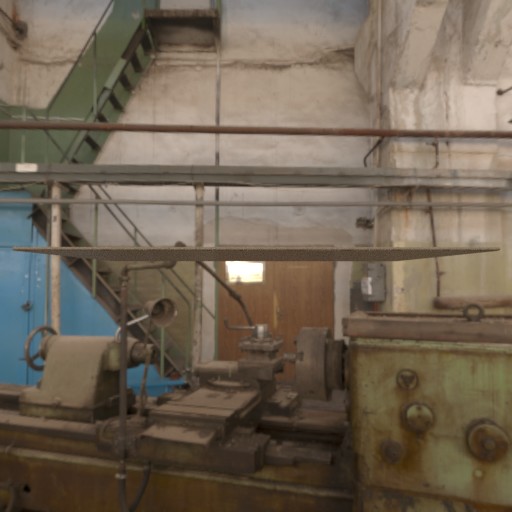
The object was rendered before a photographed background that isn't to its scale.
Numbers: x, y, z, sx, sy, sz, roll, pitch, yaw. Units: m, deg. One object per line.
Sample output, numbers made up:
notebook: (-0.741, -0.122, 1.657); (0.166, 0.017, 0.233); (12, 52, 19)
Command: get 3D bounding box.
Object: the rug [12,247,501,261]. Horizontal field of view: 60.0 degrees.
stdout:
rug: (0.000, 0.000, 2.146); (1.748, 0.014, 1.144); (0, -3, 0)
